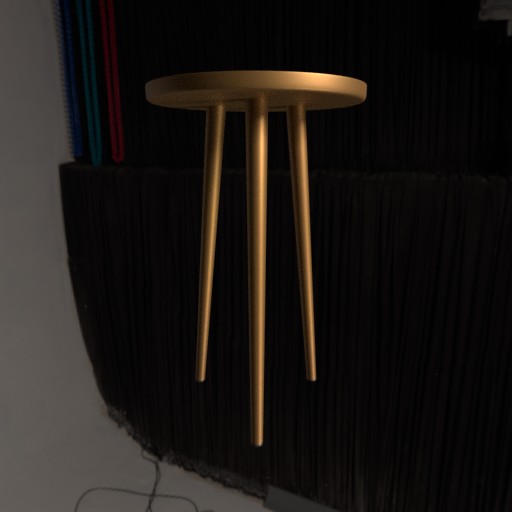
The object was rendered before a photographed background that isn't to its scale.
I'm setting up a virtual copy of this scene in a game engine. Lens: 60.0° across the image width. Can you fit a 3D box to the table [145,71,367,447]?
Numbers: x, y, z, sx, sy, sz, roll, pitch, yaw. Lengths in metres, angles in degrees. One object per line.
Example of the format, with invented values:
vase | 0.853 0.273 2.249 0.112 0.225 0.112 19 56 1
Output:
table | 0.000 0.000 0.673 0.299 0.480 0.299 7 16 26
